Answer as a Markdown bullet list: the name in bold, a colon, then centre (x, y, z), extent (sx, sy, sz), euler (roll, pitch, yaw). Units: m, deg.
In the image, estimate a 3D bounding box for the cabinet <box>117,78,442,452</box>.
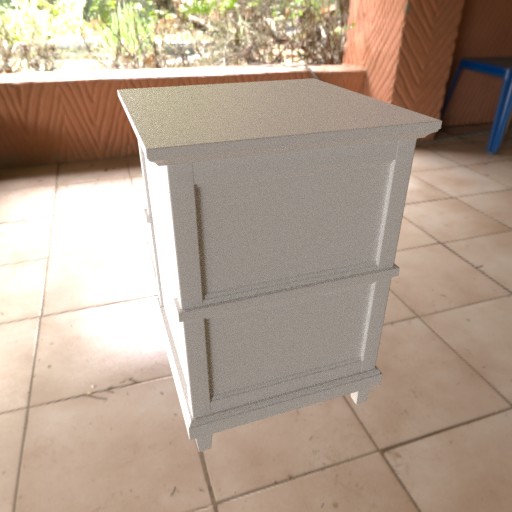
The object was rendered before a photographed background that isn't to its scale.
- **cabinet**: centre (0.000, 0.000, 1.164), extent (0.547, 0.775, 0.544), euler (-10, 32, -17)
